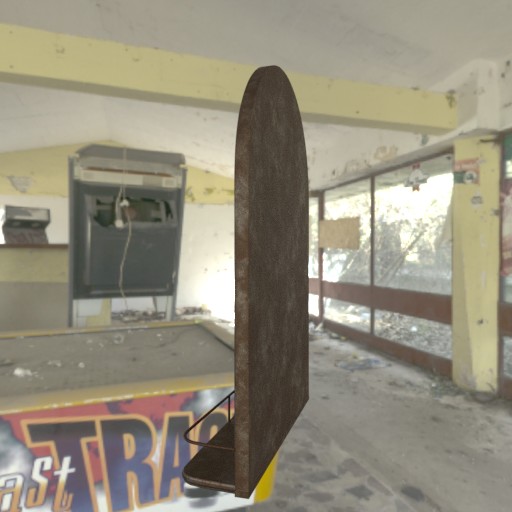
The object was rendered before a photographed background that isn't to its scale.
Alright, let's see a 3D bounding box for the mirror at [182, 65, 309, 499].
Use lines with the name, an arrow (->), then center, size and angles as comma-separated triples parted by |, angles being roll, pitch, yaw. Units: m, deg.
mirror -> 0.000, 0.000, 0.965 | 0.137, 0.770, 0.510 | 0, 0, 18
